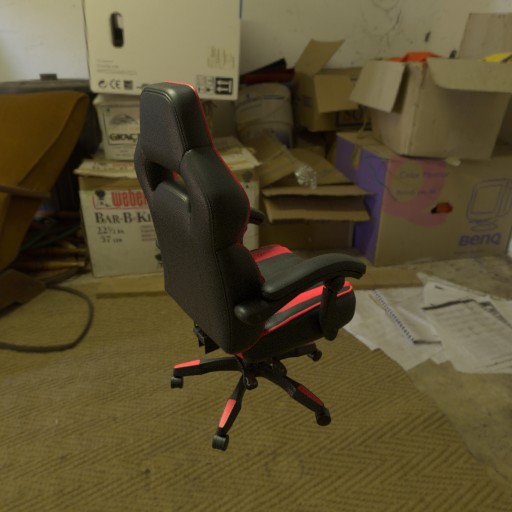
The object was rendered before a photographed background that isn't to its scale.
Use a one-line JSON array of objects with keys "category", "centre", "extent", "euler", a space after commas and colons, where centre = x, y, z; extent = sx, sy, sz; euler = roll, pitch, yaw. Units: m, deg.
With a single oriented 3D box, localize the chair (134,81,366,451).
[{"category": "chair", "centre": [0.000, 0.000, 1.641], "extent": [0.700, 1.220, 0.700], "euler": [-16, 30, -30]}]
